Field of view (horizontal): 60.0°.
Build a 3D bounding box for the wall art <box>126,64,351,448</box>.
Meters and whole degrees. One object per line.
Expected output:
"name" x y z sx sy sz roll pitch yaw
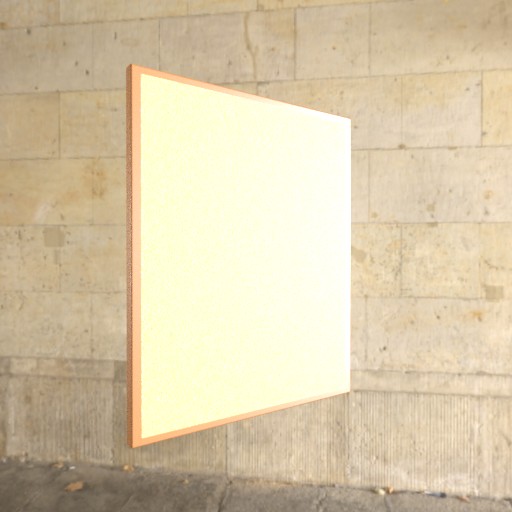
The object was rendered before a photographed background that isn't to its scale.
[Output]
"wall art" 0.000 0.000 0.768 0.449 0.550 0.021 0 0 -35
